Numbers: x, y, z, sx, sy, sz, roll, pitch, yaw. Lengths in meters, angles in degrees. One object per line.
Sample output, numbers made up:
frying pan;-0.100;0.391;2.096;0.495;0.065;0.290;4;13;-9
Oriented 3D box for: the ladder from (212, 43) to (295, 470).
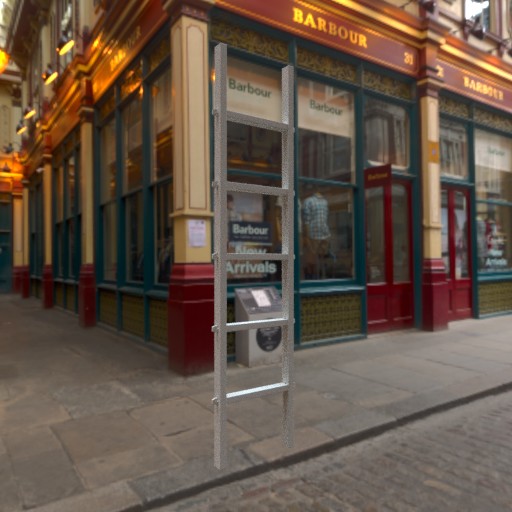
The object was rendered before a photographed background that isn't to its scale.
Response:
ladder;0.000;0.000;2.000;0.452;1.797;0.051;0;-1;-36
